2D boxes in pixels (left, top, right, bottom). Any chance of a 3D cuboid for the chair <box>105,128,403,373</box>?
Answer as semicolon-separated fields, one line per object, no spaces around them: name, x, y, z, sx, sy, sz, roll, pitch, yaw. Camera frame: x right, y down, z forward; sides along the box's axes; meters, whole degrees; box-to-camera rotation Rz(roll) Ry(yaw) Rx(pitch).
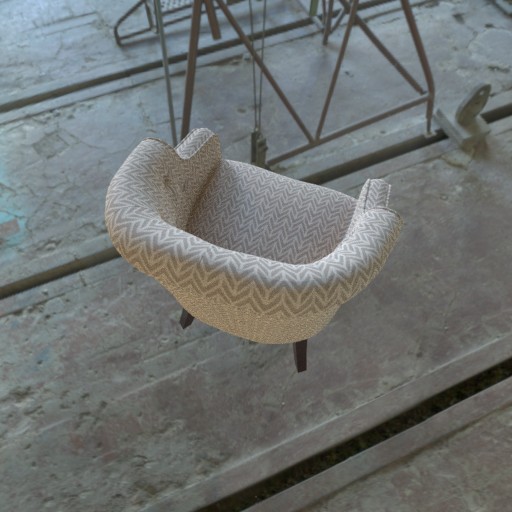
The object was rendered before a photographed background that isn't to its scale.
chair;0.000;0.000;1.307;0.686;0.858;0.613;19;63;10
